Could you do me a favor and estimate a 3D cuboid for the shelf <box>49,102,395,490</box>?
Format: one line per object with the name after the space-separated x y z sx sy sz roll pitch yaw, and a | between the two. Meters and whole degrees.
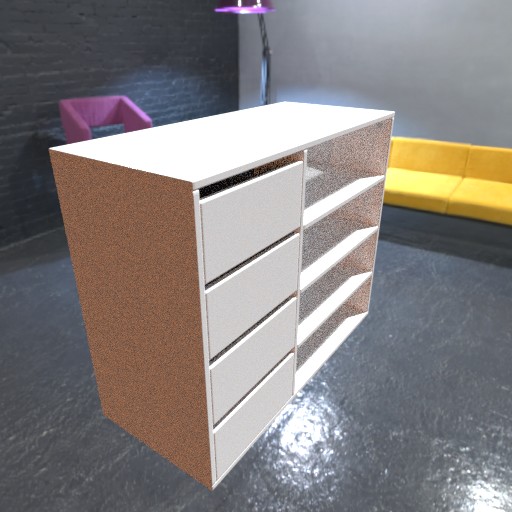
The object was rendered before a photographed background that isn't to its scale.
0.000 0.000 1.283 0.396 0.732 0.895 18 31 32 | shelf
